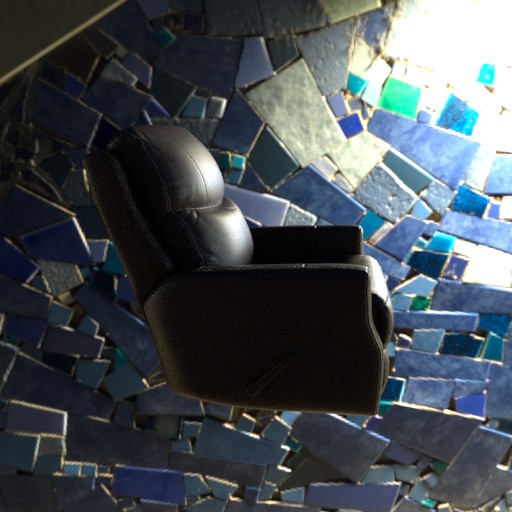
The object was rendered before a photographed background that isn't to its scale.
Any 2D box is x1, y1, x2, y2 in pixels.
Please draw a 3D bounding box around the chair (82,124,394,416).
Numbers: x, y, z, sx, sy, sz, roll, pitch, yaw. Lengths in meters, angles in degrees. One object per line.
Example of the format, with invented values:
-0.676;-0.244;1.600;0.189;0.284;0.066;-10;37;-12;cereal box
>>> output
0.000;0.000;1.814;1.080;1.030;0.829;3;16;10;chair
